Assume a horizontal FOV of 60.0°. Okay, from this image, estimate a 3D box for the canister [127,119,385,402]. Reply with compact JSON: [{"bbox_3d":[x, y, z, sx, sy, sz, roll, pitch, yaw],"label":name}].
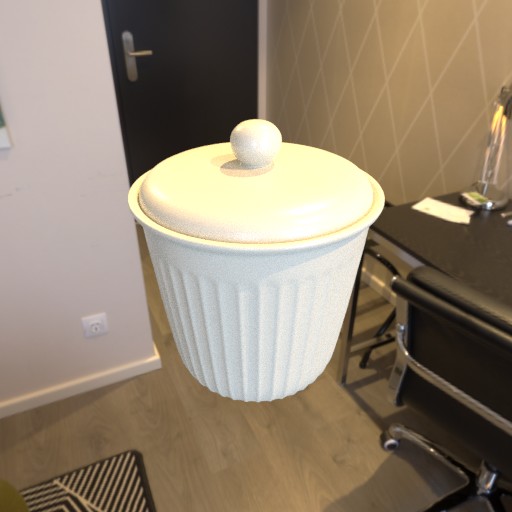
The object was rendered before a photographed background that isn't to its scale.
[{"bbox_3d":[0.000,0.000,0.351,0.181,0.211,0.181,0,31,0],"label":"canister"}]
